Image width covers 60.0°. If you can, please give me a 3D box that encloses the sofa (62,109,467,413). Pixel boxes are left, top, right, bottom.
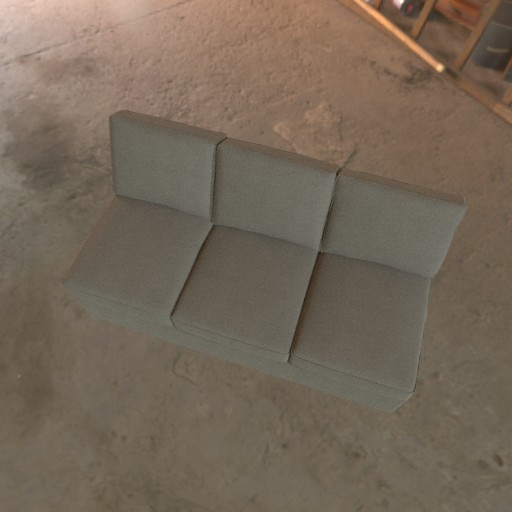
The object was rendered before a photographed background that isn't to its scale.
[{"bbox_3d":[0.000,0.000,2.697,2.092,1.036,1.127,16,59,10],"label":"sofa"}]
